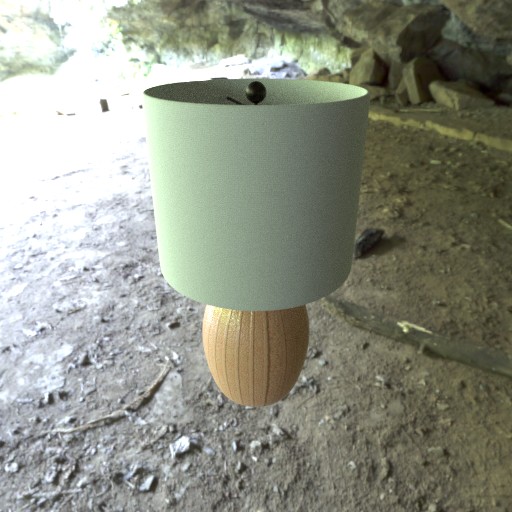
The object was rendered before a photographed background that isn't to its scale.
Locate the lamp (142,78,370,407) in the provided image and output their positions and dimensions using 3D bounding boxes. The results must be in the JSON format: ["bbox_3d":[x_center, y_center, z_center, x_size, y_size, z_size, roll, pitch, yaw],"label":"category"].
[{"bbox_3d":[0.000,0.000,0.774,0.329,0.570,0.329,0,27,0],"label":"lamp"}]
